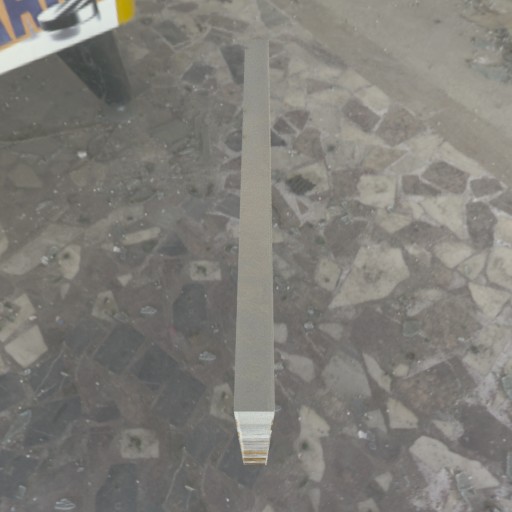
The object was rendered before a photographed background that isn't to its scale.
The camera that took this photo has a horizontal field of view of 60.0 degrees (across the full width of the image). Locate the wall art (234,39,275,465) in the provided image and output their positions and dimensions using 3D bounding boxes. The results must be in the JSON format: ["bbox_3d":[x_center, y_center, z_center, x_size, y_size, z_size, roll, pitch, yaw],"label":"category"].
[{"bbox_3d":[0.000,0.000,0.760,0.041,0.407,0.606,0,58,0],"label":"wall art"}]
